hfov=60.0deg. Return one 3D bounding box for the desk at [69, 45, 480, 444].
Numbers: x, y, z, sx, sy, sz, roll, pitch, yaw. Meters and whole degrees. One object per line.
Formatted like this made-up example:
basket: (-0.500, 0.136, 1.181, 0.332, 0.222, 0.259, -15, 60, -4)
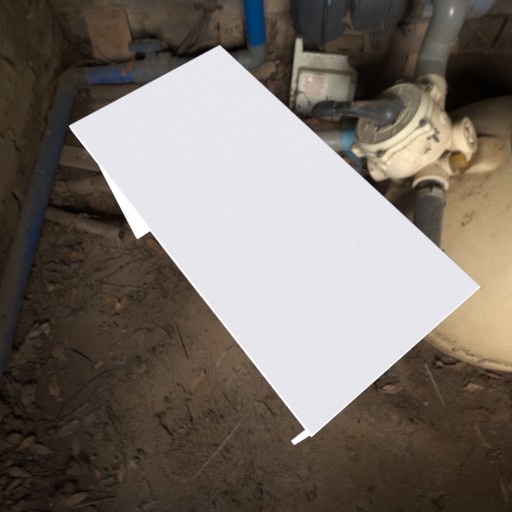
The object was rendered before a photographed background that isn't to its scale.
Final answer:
desk: (0.000, 0.000, 1.545, 0.560, 0.730, 1.100, -35, 69, -15)
